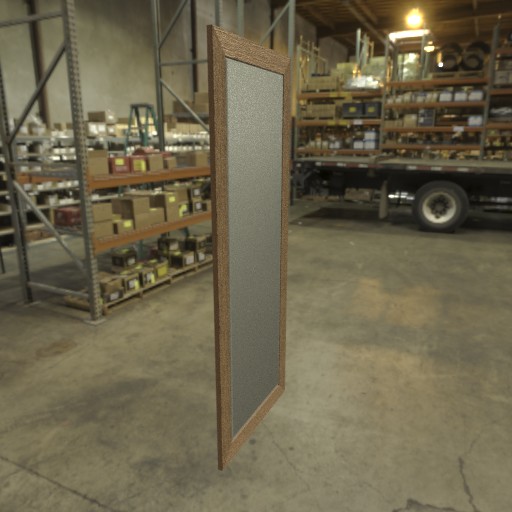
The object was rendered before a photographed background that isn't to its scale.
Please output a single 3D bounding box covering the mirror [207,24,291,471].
[{"bbox_3d":[0.000,0.000,2.315,0.026,2.031,0.812,7,17,25],"label":"mirror"}]
